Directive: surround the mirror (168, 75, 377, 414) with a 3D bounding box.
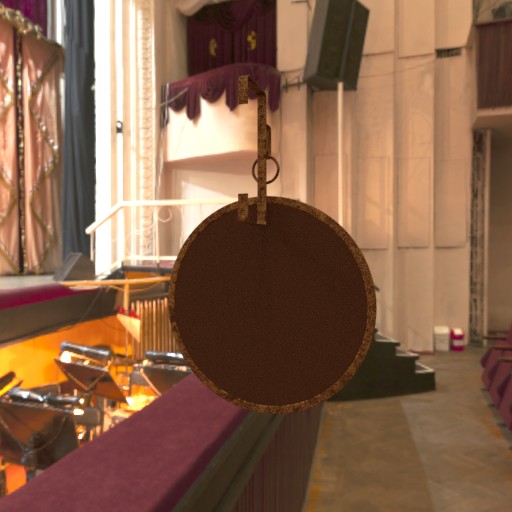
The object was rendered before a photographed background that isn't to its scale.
[{"bbox_3d":[0.000,0.000,0.865,0.447,0.651,0.144,0,1,19],"label":"mirror"}]
